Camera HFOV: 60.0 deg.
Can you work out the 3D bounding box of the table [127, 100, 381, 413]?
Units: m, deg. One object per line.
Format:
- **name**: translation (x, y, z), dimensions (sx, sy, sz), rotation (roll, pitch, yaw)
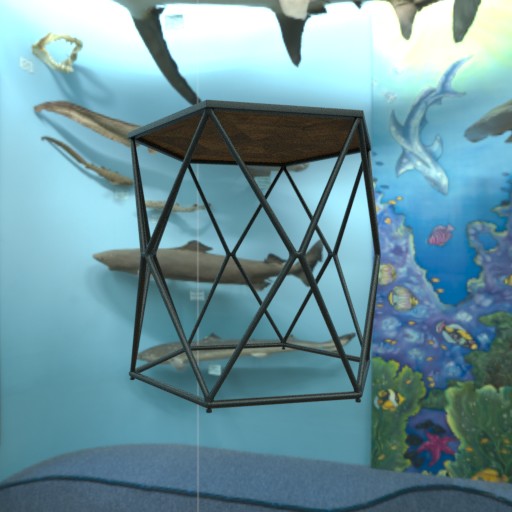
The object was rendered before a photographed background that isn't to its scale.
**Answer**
- **table**: translation (0.000, 0.000, 1.068), dimensions (0.579, 0.564, 0.578), rotation (0, 0, 18)
